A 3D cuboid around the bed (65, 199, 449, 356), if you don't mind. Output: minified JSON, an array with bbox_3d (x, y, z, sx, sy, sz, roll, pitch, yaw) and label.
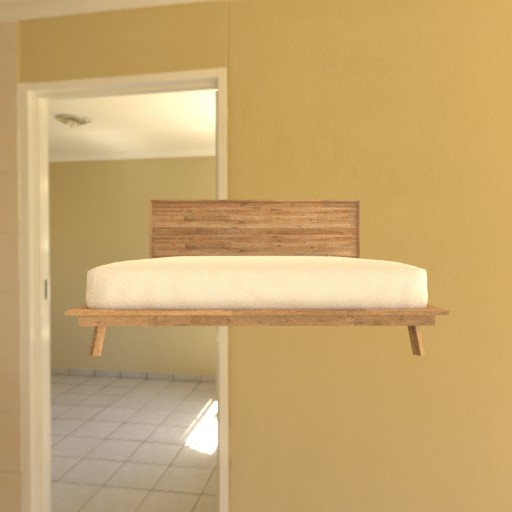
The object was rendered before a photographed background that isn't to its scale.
[{"bbox_3d":[0.000,0.000,3.439,2.116,1.100,2.167,0,1,0],"label":"bed"}]
